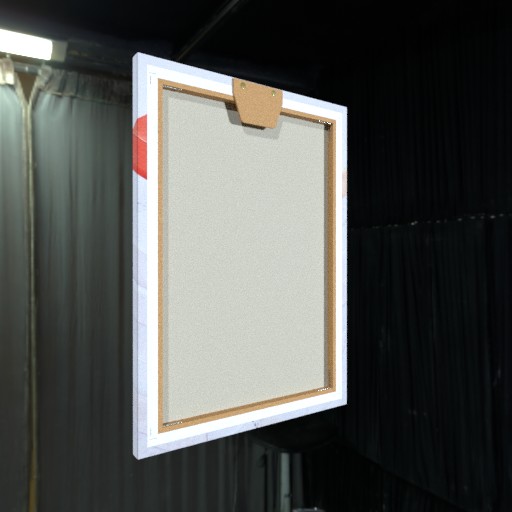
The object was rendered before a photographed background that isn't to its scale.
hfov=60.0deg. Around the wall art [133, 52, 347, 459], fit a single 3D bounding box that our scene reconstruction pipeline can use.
[{"bbox_3d":[0.000,0.000,1.103,0.613,0.848,0.036,0,0,-34],"label":"wall art"}]
